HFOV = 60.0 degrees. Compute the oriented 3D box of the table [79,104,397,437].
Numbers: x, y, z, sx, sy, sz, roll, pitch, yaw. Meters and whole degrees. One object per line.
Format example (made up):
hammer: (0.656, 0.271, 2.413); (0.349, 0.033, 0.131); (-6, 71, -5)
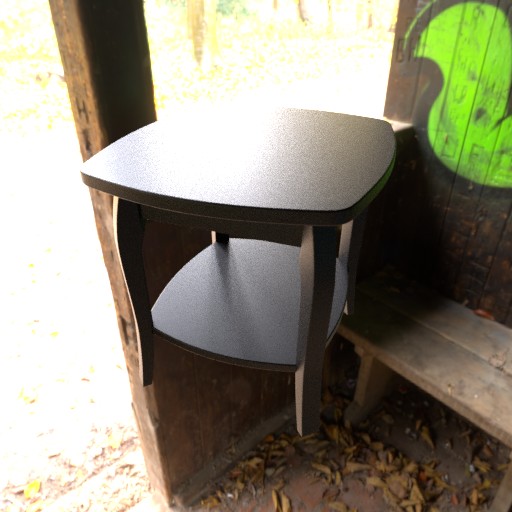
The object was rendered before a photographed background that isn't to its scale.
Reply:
table: (0.000, 0.000, 0.870); (0.457, 0.457, 0.508); (11, 33, 17)
